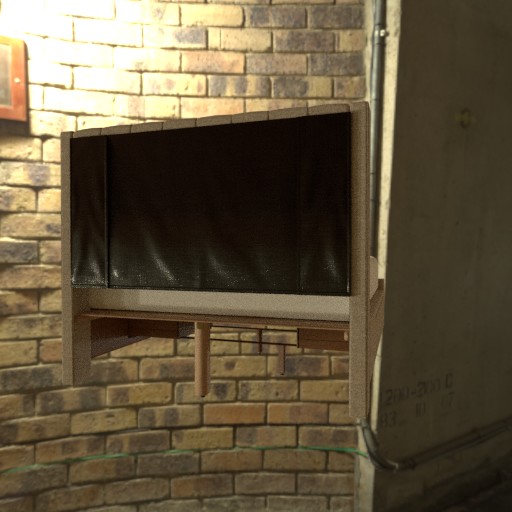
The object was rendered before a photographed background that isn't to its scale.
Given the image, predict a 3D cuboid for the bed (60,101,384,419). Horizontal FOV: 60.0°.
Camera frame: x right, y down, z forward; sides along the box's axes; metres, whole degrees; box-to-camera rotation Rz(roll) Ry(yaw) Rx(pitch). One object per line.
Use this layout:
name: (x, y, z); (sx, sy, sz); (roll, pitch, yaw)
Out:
bed: (0.000, 0.000, 3.822); (2.044, 1.748, 2.372); (0, 1, 18)
